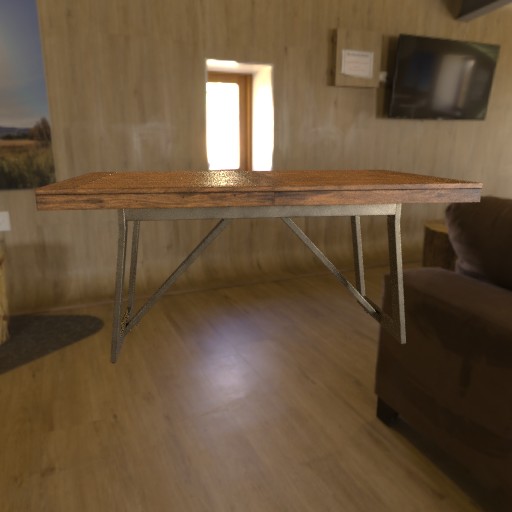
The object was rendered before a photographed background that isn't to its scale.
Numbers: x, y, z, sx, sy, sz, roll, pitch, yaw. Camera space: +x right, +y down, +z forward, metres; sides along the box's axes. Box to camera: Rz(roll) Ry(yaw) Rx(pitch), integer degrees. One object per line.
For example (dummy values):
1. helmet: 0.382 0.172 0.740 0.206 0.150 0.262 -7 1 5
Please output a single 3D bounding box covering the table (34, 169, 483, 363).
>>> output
1. table: 0.000 0.000 2.145 1.641 0.757 0.931 -2 14 -8
